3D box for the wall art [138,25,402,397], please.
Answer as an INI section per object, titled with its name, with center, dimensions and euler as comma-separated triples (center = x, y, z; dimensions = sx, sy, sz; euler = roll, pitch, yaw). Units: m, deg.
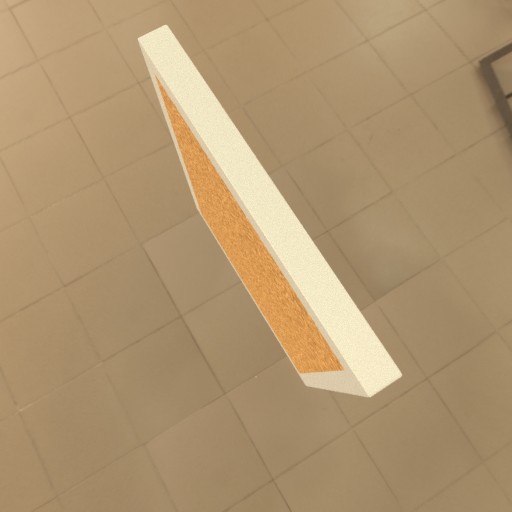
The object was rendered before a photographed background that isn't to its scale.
[wall art]
center = 0.000, 0.000, 0.513
dimensions = 0.028, 0.381, 0.331
euler = -30, 77, -8
